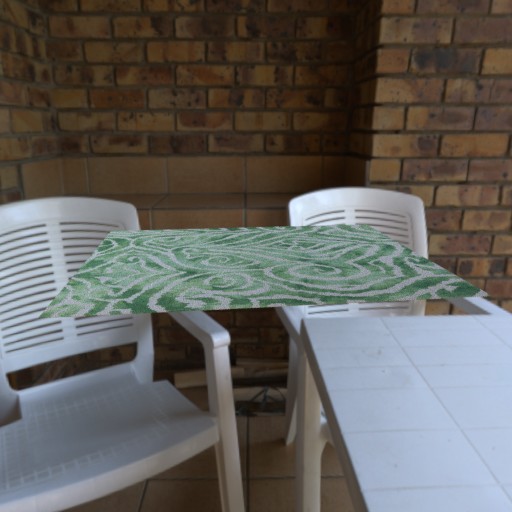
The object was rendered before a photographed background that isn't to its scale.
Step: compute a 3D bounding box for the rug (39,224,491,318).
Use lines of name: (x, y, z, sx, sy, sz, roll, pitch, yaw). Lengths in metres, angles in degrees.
rug: (0.000, 0.000, 4.113, 3.045, 0.007, 2.436, -2, 16, -7)
